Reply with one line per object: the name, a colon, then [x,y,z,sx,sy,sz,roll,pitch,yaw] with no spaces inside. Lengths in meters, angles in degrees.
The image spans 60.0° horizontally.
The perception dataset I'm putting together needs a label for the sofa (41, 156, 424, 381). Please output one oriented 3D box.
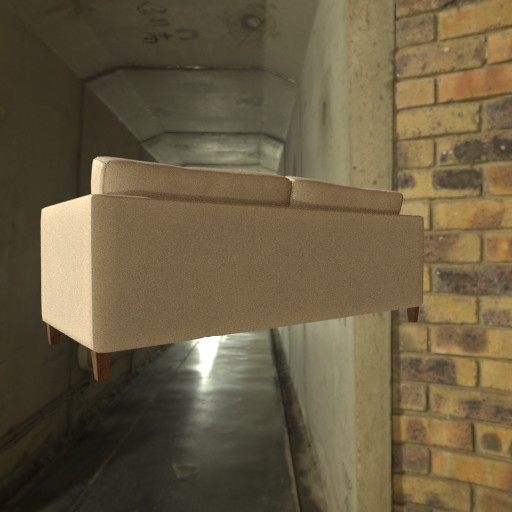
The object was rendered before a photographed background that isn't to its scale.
sofa: [0.000,0.000,2.832,2.361,0.968,0.951,-1,2,-37]
